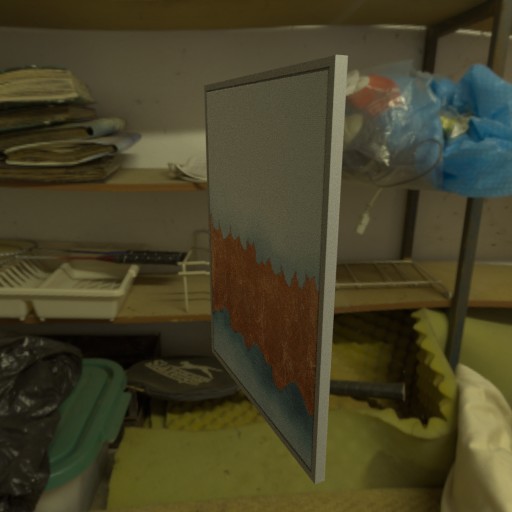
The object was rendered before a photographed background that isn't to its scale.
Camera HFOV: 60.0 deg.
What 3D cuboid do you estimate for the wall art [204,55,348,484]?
[{"bbox_3d":[0.000,0.000,1.369,0.034,1.042,0.789,-8,18,-24],"label":"wall art"}]
